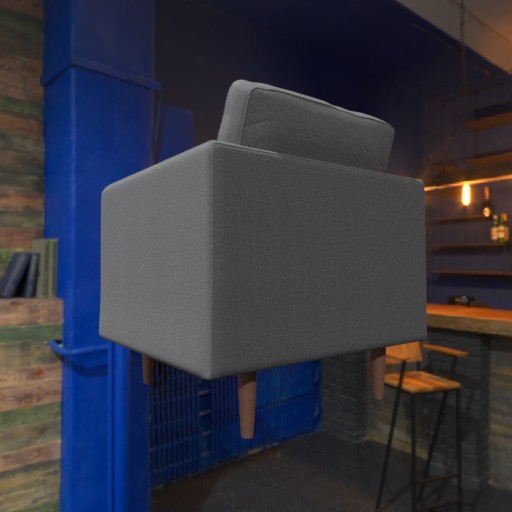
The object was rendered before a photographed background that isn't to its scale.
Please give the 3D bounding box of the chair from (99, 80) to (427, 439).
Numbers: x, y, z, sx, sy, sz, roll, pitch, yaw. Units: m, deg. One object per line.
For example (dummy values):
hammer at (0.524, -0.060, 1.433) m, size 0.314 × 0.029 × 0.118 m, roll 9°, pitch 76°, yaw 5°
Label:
chair at (0.000, 0.000, 1.536) m, size 0.854 × 0.927 × 0.800 m, roll 1°, pitch -1°, yaw -37°
